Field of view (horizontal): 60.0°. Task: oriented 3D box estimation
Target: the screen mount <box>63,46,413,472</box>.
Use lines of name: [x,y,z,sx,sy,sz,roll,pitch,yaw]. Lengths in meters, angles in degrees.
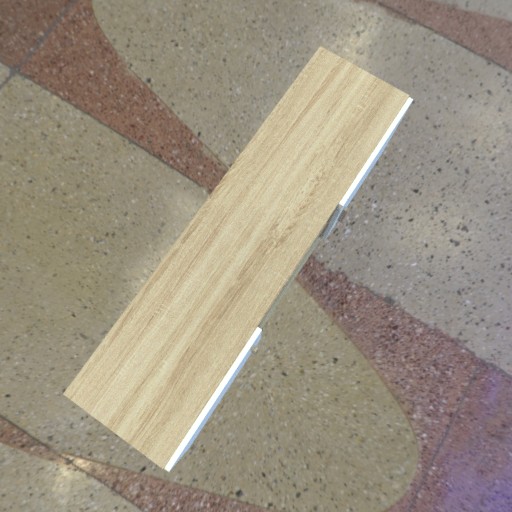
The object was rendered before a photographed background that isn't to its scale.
screen mount: [0.000,0.000,1.754,0.420,0.570,1.500,33,78,8]
